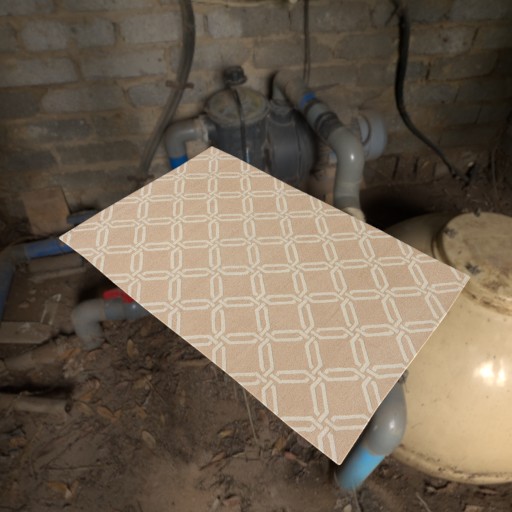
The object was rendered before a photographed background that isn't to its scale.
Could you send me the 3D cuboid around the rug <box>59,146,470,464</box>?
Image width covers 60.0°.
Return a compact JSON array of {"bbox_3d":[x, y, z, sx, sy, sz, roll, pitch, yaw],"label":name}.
[{"bbox_3d":[0.000,0.000,2.213,1.745,0.010,1.146,32,54,27],"label":"rug"}]
